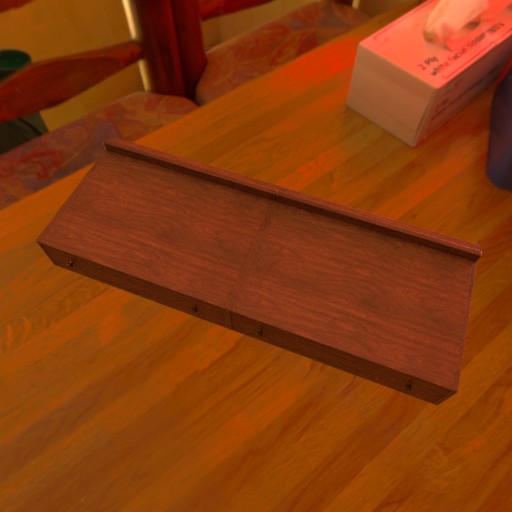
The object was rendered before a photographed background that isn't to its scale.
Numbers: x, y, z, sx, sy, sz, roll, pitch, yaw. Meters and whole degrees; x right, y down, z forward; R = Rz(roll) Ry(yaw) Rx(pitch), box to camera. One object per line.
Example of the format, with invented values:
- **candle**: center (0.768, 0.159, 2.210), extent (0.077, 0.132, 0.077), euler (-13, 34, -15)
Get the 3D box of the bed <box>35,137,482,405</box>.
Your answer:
- **bed**: center (0.000, 0.000, 2.277), extent (2.057, 0.326, 0.787), euler (18, 61, 11)
